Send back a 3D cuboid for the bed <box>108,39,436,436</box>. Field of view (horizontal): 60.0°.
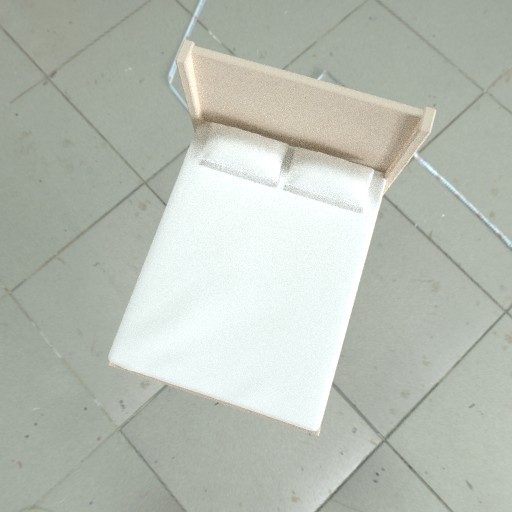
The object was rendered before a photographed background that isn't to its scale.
[{"bbox_3d":[0.000,0.000,3.438,1.778,1.471,2.293,17,77,4],"label":"bed"}]
